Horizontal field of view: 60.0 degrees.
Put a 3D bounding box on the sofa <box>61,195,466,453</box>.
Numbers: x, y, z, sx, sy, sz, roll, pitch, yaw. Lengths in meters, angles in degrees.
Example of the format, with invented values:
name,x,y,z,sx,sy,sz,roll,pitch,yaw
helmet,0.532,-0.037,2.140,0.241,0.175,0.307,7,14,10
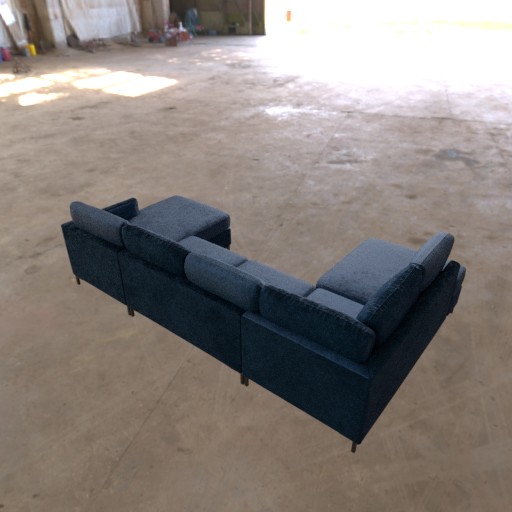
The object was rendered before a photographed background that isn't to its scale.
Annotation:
name,x,y,z,sx,sy,sz,roll,pitch,yaw
sofa,0.000,0.000,4.359,3.434,0.992,2.055,22,37,32
